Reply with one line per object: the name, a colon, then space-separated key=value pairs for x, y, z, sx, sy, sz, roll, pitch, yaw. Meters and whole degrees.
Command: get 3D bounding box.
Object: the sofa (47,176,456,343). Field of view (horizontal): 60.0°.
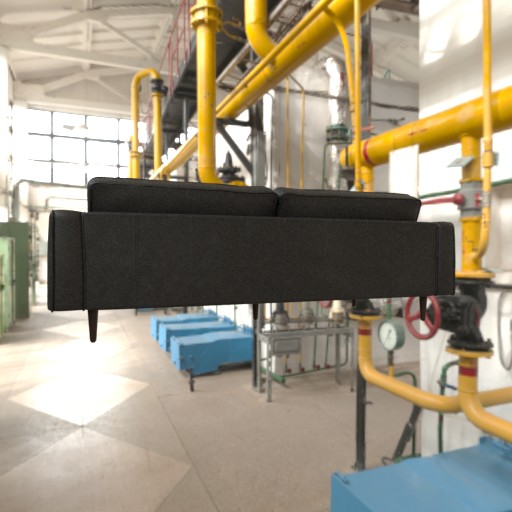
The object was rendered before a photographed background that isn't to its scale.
sofa: x=0.000 y=0.000 z=2.638 sx=2.210 sy=0.762 sz=0.914 roll=0 pitch=0 yaw=-20
